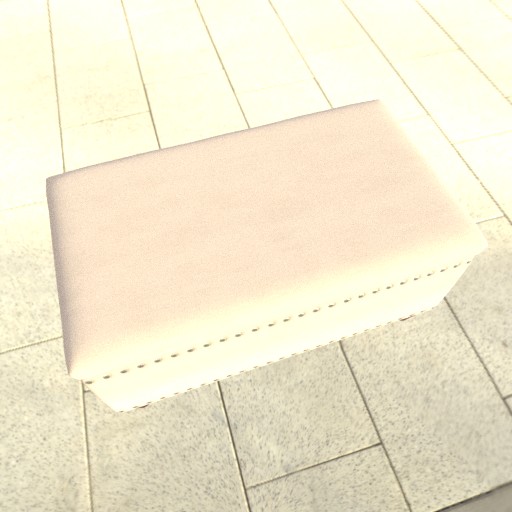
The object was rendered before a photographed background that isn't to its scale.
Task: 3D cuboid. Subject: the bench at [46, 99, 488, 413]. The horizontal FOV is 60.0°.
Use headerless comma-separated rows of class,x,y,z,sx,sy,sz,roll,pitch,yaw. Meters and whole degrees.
bench,0.000,0.000,1.158,0.887,0.449,0.500,-16,59,-10
